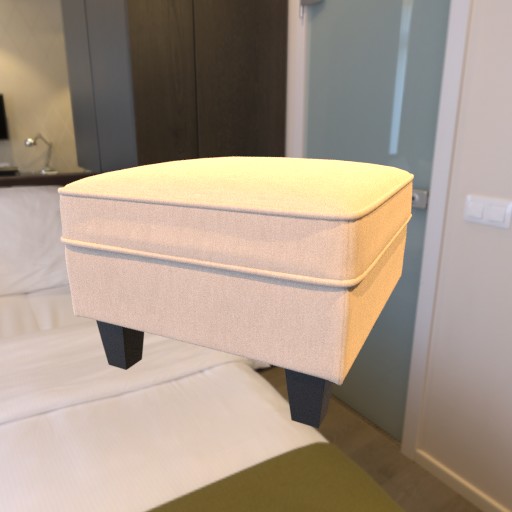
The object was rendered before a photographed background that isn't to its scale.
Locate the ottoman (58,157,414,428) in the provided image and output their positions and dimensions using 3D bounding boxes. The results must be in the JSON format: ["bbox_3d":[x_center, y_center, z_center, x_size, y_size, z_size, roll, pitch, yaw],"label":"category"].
[{"bbox_3d":[0.000,0.000,1.038,0.616,0.438,0.613,8,18,25],"label":"ottoman"}]
